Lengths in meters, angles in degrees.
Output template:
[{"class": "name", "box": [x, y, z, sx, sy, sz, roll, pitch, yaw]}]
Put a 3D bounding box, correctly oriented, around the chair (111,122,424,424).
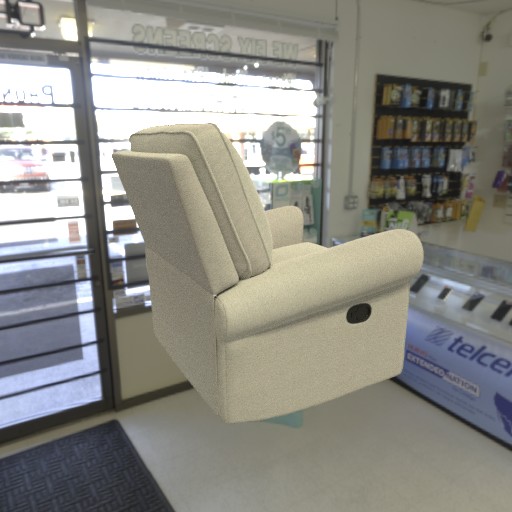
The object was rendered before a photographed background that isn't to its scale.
[{"class": "chair", "box": [0.000, 0.000, 1.692, 0.878, 0.960, 0.890, -8, 16, -28]}]
